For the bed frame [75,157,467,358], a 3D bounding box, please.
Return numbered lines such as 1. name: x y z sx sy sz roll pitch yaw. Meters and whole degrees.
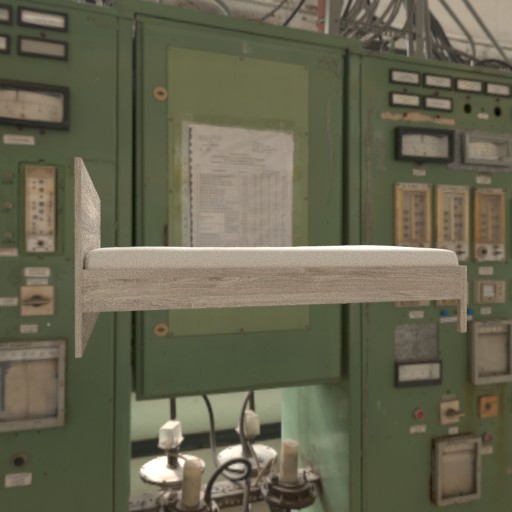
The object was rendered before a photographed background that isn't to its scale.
1. bed frame: 0.000 0.000 2.759 1.950 0.800 1.490 0 0 -17
